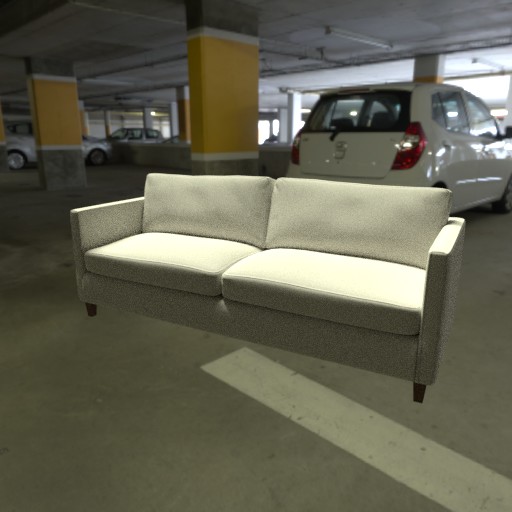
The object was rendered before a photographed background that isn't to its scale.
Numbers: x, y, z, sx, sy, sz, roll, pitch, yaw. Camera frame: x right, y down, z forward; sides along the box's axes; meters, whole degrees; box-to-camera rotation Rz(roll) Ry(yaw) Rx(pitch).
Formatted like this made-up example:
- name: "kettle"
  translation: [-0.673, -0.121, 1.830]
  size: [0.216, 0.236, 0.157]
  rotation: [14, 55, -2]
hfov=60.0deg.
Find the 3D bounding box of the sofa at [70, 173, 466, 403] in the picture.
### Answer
- name: "sofa"
  translation: [0.000, 0.000, 2.853]
  size: [2.361, 0.962, 0.951]
  rotation: [8, 17, 27]
